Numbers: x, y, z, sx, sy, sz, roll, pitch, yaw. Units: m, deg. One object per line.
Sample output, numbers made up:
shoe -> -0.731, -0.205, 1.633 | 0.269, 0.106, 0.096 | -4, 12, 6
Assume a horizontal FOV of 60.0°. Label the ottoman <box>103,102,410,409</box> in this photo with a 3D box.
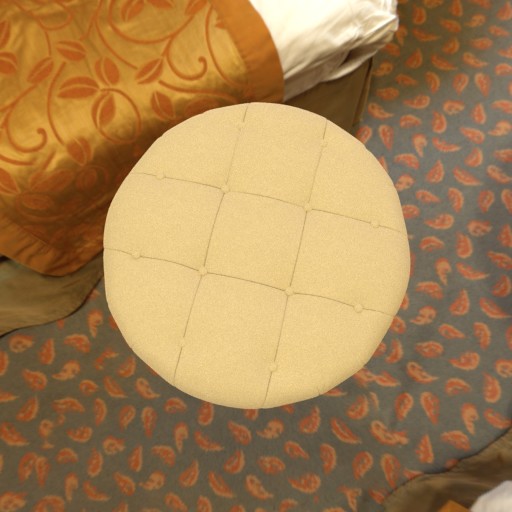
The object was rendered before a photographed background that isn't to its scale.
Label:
ottoman -> 0.000, 0.000, 1.415 | 0.901, 0.439, 0.901 | 0, 76, 0
